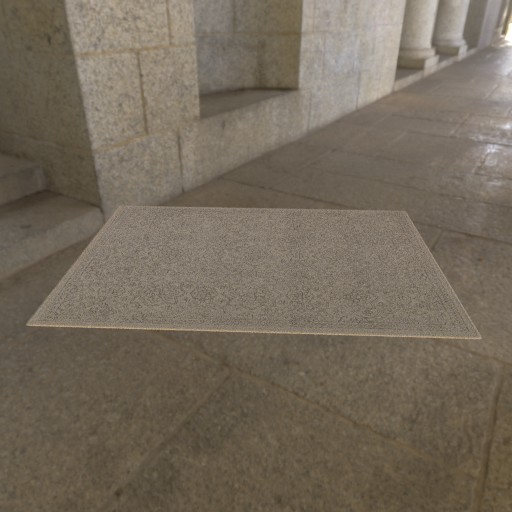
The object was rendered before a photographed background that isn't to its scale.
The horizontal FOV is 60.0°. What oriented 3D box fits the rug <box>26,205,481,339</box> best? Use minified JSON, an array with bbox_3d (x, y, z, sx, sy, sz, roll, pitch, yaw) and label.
[{"bbox_3d":[0.000,0.000,2.875,2.286,0.011,1.524,1,30,2],"label":"rug"}]
